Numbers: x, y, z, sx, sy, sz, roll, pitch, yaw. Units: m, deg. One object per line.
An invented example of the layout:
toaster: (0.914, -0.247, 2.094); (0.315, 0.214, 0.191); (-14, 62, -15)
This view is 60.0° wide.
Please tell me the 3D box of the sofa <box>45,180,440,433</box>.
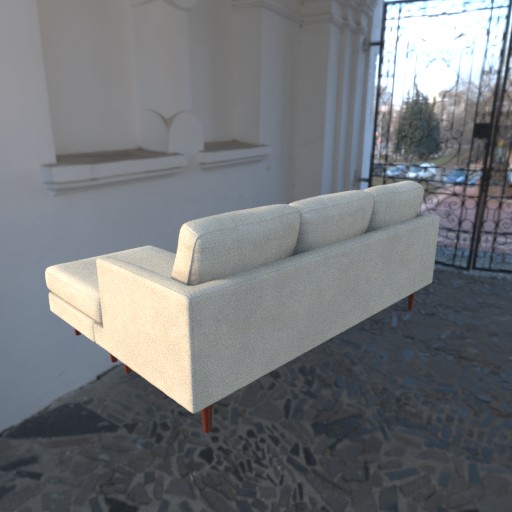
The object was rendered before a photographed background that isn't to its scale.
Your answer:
sofa: (0.000, 0.000, 2.975); (2.233, 0.956, 1.504); (-16, 23, -43)
